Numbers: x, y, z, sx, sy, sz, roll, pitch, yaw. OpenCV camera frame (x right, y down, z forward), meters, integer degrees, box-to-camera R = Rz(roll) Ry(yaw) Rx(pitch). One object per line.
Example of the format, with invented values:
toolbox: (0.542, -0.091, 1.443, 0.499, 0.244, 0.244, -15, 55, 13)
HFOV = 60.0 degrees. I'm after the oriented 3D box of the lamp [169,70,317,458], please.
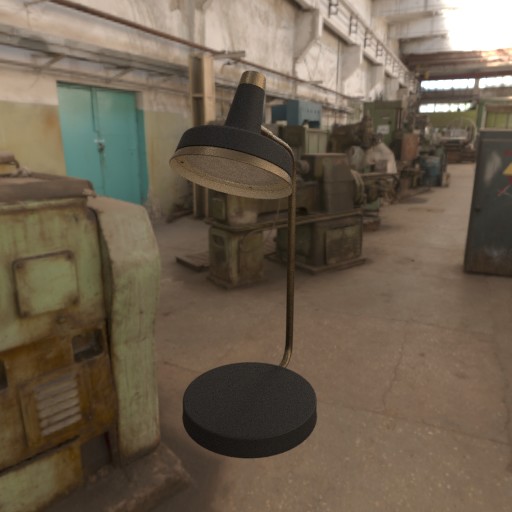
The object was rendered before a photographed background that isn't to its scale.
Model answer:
lamp: (0.000, 0.000, 0.501, 0.162, 0.385, 0.218, 8, 17, 26)
